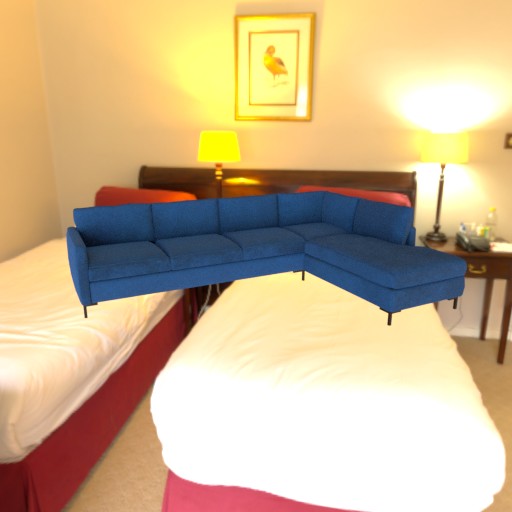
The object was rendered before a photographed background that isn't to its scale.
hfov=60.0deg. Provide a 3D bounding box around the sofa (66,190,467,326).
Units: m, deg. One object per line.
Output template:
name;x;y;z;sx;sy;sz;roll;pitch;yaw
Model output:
sofa;0.000;0.000;3.278;2.486;0.687;1.707;-8;17;-26
